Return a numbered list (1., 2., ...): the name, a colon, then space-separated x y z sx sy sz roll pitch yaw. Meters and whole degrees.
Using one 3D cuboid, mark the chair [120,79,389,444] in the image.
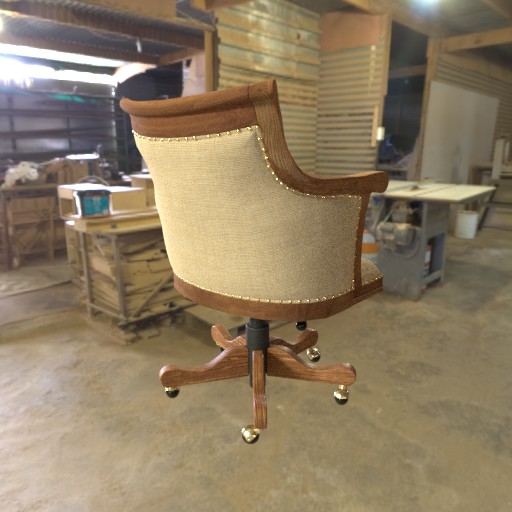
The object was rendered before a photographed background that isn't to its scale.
1. chair: 0.000 0.000 1.426 0.656 0.965 0.689 13 20 42
